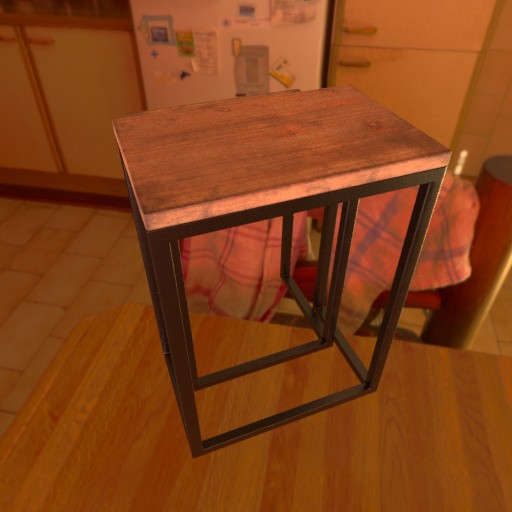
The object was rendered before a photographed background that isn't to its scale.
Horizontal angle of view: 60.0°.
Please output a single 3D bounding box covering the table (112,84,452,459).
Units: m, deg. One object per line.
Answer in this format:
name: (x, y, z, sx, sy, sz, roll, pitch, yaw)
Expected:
table: (0.000, 0.000, 0.935, 0.456, 0.615, 0.460, -12, 42, -14)
